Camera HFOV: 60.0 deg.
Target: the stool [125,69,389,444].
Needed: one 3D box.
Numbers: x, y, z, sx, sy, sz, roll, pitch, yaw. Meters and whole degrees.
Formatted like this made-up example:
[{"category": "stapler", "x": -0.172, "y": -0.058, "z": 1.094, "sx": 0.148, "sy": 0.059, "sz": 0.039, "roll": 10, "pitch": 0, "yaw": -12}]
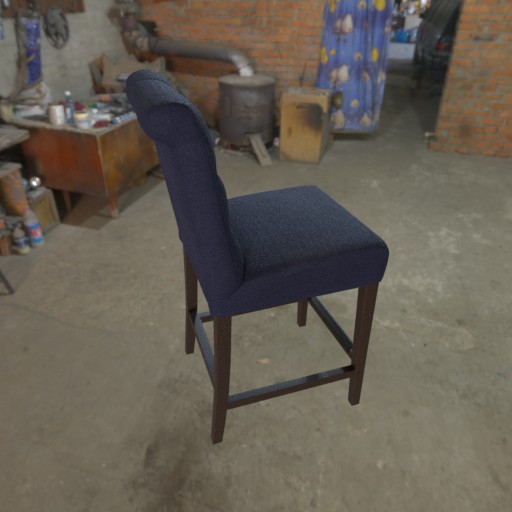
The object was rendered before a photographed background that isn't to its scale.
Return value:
[{"category": "stool", "x": 0.000, "y": 0.000, "z": 1.327, "sx": 0.601, "sy": 1.010, "sz": 0.493, "roll": -10, "pitch": 32, "yaw": -16}]
